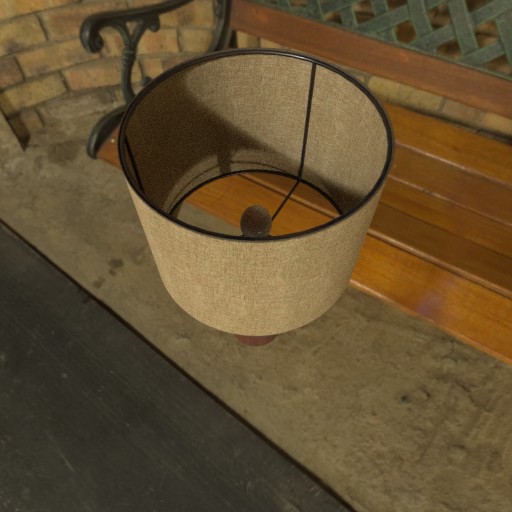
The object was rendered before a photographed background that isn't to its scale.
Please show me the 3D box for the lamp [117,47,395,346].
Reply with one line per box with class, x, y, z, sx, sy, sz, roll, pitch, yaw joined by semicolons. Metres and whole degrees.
lamp;0.000;0.000;0.473;0.202;0.350;0.202;0;57;0
